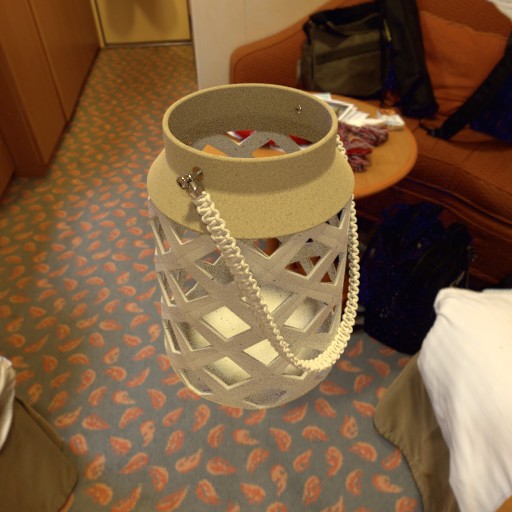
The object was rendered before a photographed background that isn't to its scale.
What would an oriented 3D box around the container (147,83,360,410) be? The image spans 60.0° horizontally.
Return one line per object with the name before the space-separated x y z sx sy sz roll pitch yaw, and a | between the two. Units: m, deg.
container | 0.000 0.000 0.403 0.198 0.264 0.188 26 48 26
